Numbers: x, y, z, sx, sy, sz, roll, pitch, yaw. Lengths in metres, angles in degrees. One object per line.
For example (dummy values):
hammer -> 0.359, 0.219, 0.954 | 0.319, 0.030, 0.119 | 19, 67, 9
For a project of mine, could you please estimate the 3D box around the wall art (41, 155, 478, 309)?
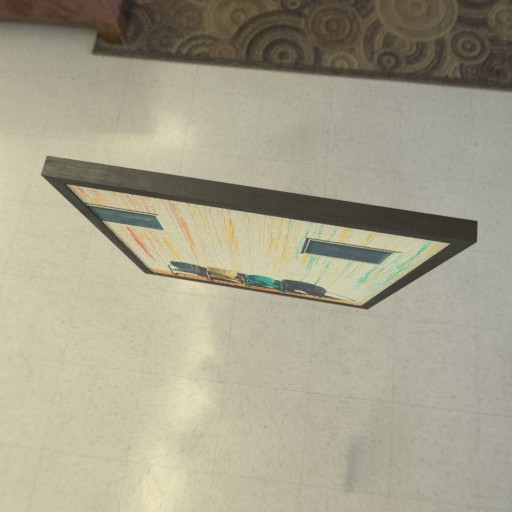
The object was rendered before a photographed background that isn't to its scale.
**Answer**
wall art -> 0.000, 0.000, 1.136 | 0.763, 0.763, 0.039 | 9, 75, 2
